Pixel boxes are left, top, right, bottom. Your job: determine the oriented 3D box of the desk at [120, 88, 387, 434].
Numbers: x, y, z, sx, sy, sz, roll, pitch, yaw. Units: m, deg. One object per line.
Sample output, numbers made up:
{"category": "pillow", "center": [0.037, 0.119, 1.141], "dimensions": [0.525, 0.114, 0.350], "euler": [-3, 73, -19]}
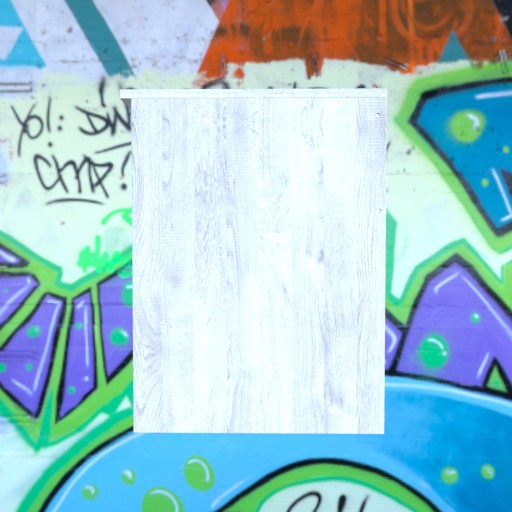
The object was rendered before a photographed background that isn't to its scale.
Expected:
{"category": "desk", "center": [0.000, 0.000, 1.488], "dimensions": [0.560, 0.730, 1.100], "euler": [0, 2, 1]}
